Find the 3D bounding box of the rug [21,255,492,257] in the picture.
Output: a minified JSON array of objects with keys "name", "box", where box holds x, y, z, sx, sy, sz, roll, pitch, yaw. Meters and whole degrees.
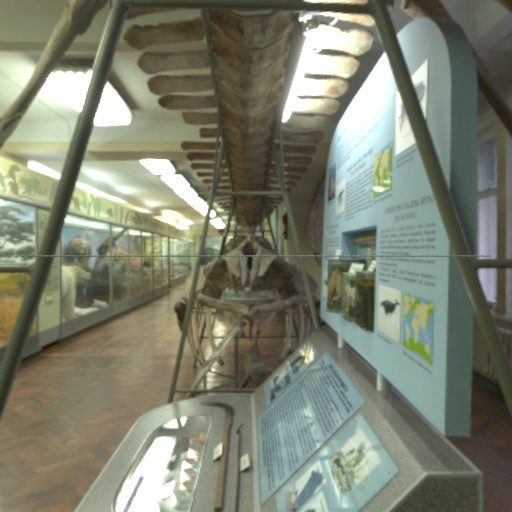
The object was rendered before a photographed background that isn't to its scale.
[{"name":"rug","box":[0.000,0.000,2.910,2.286,0.006,1.522,0,0,-1]}]
